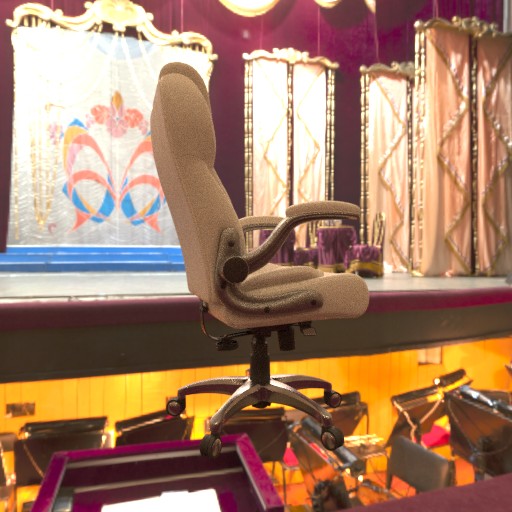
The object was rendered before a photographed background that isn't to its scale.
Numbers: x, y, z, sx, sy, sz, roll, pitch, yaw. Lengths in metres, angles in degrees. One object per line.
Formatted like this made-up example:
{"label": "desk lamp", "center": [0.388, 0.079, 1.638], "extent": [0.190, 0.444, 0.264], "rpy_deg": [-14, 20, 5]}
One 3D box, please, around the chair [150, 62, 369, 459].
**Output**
{"label": "chair", "center": [0.000, 0.000, 1.793], "extent": [0.806, 1.330, 0.755], "rpy_deg": [0, 1, -17]}
